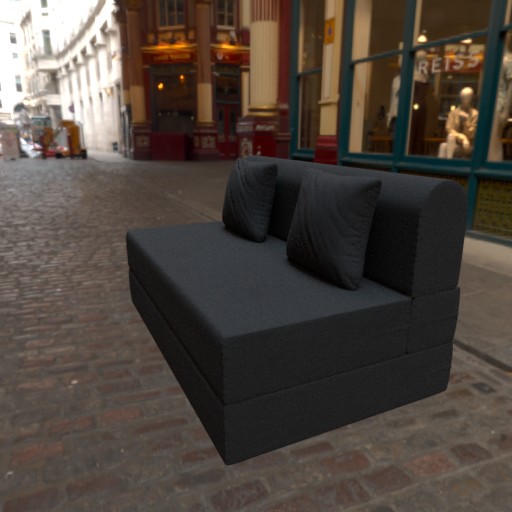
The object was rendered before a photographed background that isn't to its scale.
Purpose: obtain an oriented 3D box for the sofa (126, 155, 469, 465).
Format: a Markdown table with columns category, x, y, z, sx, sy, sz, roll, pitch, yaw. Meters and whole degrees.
| category | x | y | z | sx | sy | sz | roll | pitch | yaw |
| --- | --- | --- | --- | --- | --- | --- | --- | --- | --- |
| sofa | 0.000 | 0.000 | 1.679 | 0.762 | 0.670 | 1.225 | -8 | 18 | -25 |
